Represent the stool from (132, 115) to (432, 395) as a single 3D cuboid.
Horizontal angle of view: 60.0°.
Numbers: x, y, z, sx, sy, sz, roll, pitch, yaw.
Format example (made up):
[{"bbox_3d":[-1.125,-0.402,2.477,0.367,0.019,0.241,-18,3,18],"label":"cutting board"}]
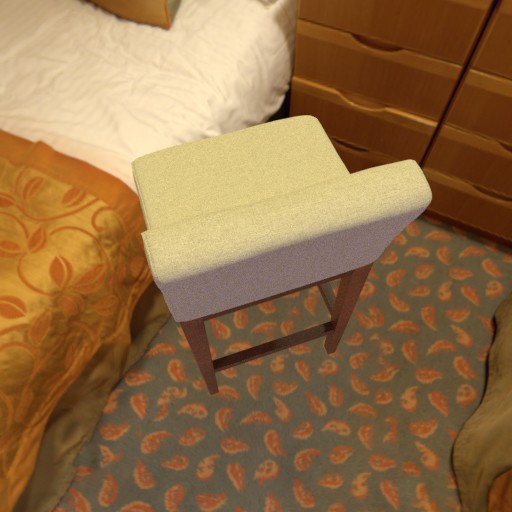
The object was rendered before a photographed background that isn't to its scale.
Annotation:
[{"bbox_3d":[0.000,0.000,1.228,0.511,0.937,0.500,-17,61,-10],"label":"stool"}]
